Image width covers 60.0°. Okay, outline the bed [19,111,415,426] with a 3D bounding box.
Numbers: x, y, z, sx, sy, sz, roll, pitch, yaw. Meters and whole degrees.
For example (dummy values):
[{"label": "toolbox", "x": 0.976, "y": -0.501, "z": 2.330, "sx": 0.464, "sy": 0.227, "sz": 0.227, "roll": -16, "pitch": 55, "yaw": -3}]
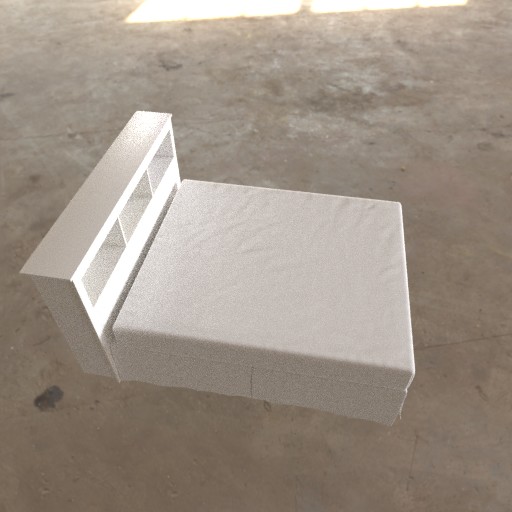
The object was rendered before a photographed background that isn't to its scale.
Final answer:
[{"label": "bed", "x": 0.000, "y": 0.000, "z": 3.063, "sx": 2.133, "sy": 1.092, "sz": 1.671, "roll": 7, "pitch": 47, "yaw": 7}]
